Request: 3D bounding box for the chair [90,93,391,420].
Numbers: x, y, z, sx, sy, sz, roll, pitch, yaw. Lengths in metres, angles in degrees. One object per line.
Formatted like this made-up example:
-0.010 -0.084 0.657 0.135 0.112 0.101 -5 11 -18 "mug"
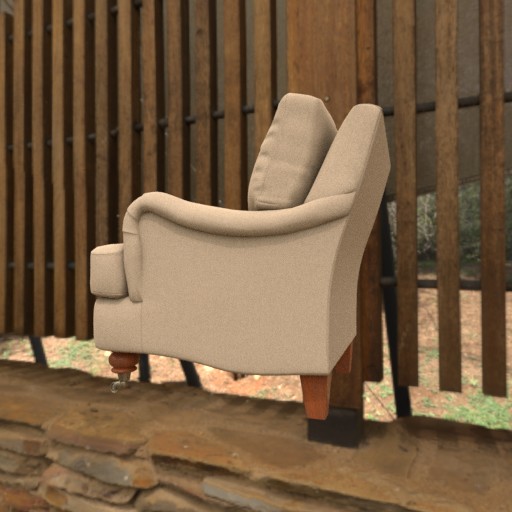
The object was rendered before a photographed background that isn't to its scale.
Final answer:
0.000 0.000 1.884 1.078 1.076 0.895 0 -1 19 "chair"
